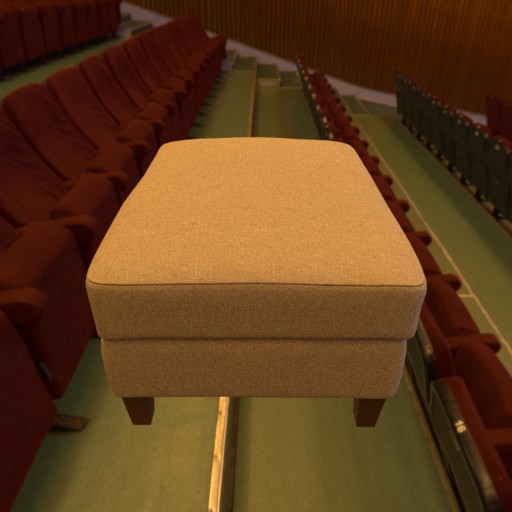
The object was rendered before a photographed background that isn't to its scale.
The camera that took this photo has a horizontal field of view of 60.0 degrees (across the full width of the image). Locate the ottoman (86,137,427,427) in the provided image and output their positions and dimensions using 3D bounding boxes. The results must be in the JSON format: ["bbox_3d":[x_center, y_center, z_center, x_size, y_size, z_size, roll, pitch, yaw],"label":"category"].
[{"bbox_3d":[0.000,0.000,1.303,0.677,0.519,0.898,0,31,0],"label":"ottoman"}]
